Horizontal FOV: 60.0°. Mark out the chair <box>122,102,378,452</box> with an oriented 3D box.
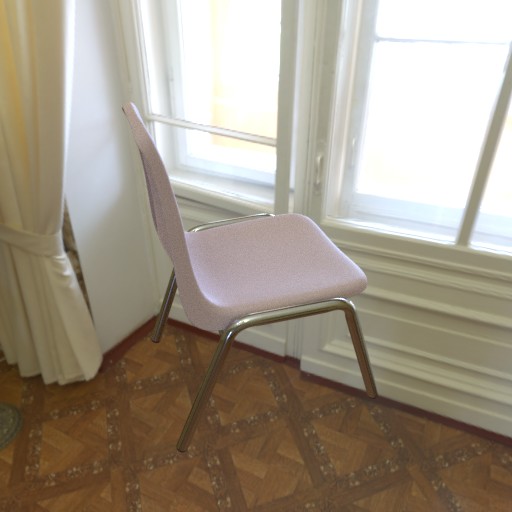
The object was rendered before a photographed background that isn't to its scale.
[{"bbox_3d":[0.000,0.000,0.851,0.423,0.586,0.354,-11,34,-17],"label":"chair"}]
